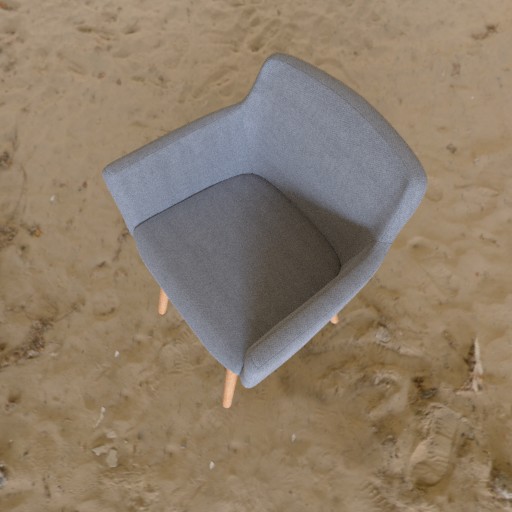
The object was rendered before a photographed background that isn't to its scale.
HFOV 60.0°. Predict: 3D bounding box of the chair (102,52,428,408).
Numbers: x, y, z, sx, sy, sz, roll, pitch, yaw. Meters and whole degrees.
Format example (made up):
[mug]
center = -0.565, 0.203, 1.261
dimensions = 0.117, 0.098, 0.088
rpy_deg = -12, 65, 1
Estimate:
[chair]
center = 0.000, 0.000, 1.151
dimensions = 0.540, 0.780, 0.570
rpy_deg = -34, 67, -17
